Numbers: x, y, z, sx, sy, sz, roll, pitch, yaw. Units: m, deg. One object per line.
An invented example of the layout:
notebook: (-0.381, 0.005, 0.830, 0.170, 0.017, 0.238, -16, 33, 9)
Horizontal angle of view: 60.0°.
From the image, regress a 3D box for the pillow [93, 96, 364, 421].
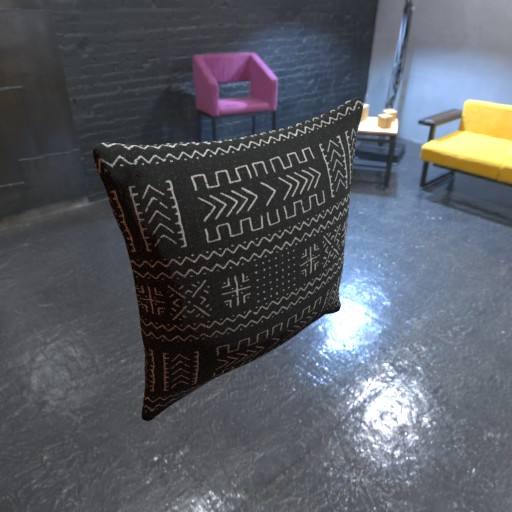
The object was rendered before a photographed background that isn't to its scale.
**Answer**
pillow: (0.000, 0.000, 0.683, 0.438, 0.430, 0.164, -22, 37, -33)
